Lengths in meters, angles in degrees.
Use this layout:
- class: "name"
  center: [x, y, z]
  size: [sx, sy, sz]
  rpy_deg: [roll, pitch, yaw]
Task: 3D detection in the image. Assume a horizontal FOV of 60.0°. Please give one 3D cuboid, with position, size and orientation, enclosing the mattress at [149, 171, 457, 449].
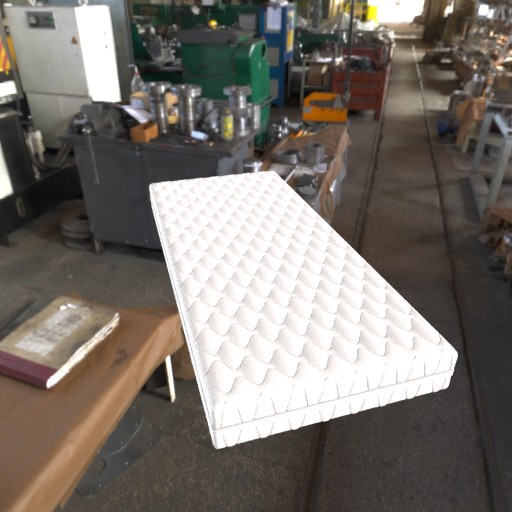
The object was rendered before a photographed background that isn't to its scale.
- class: "mattress"
  center: [0.000, 0.000, 2.317]
  size: [0.900, 0.200, 2.000]
  rpy_deg: [-9, 31, -15]
